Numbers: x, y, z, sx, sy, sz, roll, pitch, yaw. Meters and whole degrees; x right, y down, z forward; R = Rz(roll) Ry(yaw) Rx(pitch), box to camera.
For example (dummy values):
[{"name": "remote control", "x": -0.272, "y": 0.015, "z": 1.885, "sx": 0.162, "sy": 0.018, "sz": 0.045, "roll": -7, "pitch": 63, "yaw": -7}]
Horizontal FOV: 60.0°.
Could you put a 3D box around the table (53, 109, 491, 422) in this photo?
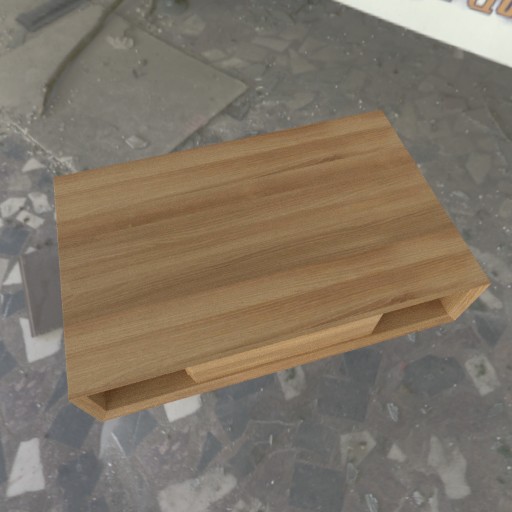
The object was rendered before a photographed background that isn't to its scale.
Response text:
[{"name": "table", "x": 0.000, "y": 0.000, "z": 1.415, "sx": 1.100, "sy": 0.330, "sz": 0.700, "roll": -14, "pitch": 60, "yaw": -8}]
